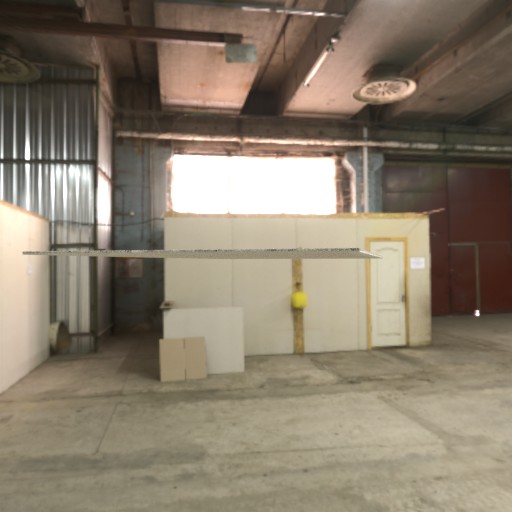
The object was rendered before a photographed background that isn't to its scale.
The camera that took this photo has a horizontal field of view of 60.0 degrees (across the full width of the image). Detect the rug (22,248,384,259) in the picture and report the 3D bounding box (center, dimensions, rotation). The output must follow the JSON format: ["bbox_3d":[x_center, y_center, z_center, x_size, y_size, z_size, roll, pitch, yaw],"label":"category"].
[{"bbox_3d":[0.000,0.000,2.888,1.521,0.015,2.280,0,-1,18],"label":"rug"}]
